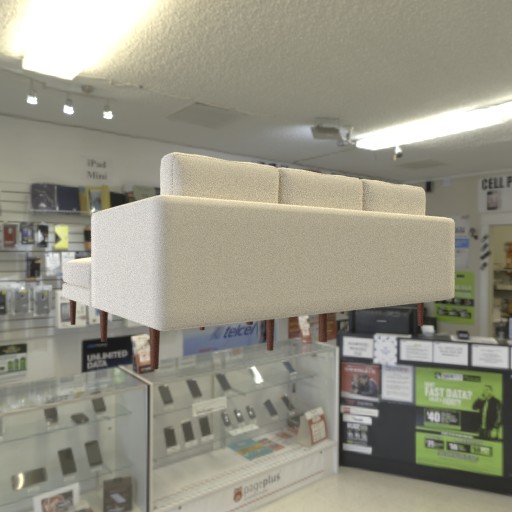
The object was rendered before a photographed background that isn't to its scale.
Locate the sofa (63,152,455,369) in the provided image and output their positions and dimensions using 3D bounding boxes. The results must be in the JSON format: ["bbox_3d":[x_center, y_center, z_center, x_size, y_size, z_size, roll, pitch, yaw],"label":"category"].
[{"bbox_3d":[0.000,0.000,2.872,2.029,0.899,1.580,0,1,-36],"label":"sofa"}]
